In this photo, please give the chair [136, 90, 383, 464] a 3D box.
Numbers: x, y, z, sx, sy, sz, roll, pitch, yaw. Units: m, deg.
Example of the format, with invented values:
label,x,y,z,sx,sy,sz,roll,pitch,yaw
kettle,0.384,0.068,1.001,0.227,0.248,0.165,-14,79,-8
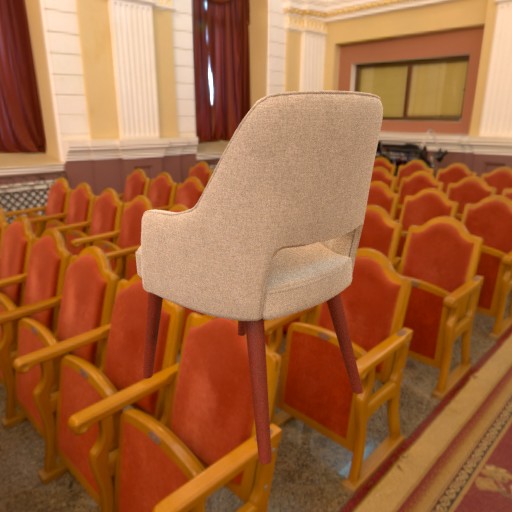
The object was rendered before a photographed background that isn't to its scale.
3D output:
label,x,y,z,sx,sy,sz,roll,pitch,yaw
chair,0.000,0.000,1.251,0.548,0.849,0.605,-16,24,-42
